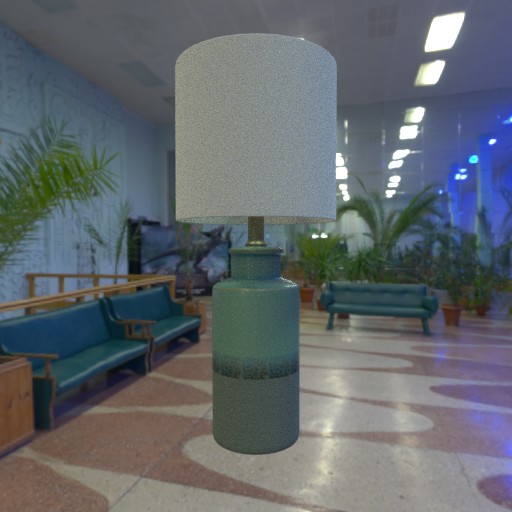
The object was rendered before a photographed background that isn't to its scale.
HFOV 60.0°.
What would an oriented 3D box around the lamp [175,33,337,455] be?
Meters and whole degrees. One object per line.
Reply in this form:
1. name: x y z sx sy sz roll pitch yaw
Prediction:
1. lamp: 0.000 0.000 0.597 0.212 0.493 0.212 0 1 17
